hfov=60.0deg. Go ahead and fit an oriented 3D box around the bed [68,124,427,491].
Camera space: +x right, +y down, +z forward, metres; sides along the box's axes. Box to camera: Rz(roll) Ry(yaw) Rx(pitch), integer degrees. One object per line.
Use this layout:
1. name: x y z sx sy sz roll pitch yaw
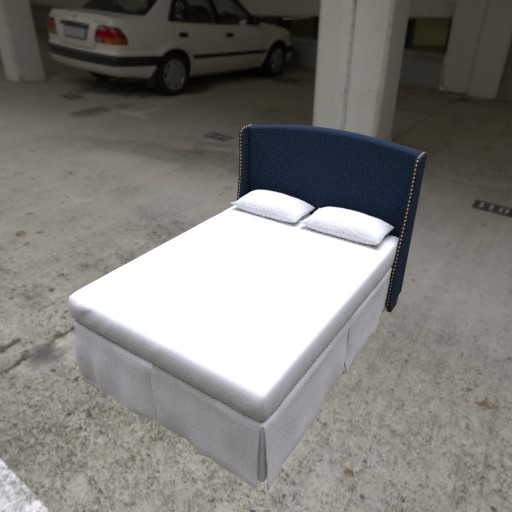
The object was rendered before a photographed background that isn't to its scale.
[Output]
1. bed: 0.000 0.000 3.175 1.604 1.402 2.223 18 34 29
